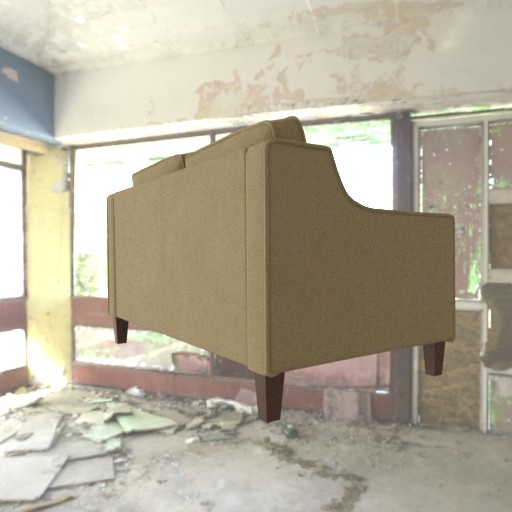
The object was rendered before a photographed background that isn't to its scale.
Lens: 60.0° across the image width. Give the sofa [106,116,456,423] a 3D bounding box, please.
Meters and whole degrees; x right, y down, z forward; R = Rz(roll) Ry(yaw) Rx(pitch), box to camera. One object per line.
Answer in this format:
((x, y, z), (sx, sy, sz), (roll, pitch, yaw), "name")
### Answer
((0.000, 0.000, 2.145), (0.987, 0.971, 1.501), (0, 1, -35), "sofa")
